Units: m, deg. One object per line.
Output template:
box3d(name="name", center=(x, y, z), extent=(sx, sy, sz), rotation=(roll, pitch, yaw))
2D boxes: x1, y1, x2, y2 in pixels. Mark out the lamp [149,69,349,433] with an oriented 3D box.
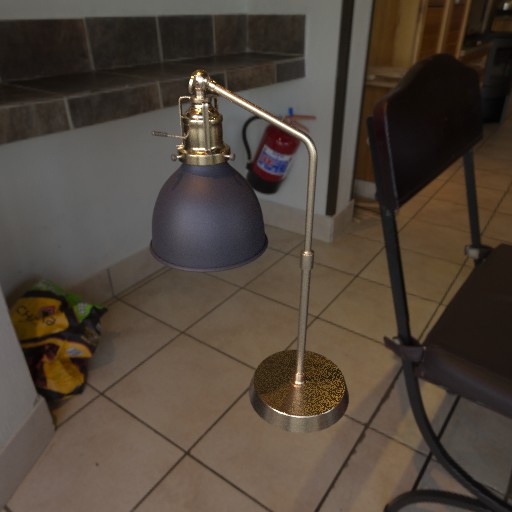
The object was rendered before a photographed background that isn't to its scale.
box3d(name="lamp", center=(0.000, 0.000, 0.590), extent=(0.291, 0.456, 0.160), rotation=(8, 30, 15))
